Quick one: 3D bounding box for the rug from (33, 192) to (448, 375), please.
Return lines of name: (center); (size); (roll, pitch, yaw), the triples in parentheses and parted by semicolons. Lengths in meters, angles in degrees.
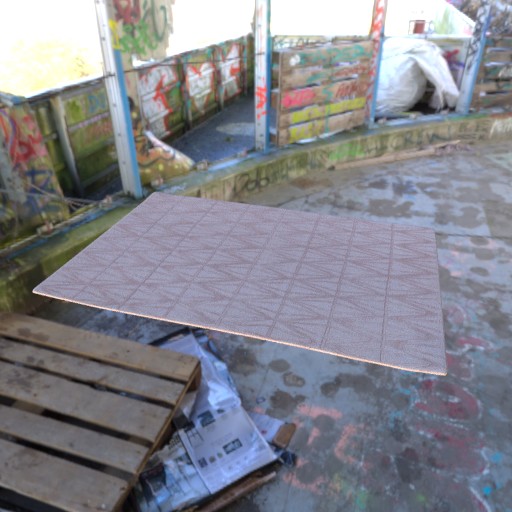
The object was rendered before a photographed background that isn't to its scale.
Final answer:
rug: (0.000, 0.000, 2.340); (1.837, 0.025, 1.230); (9, 33, 14)
